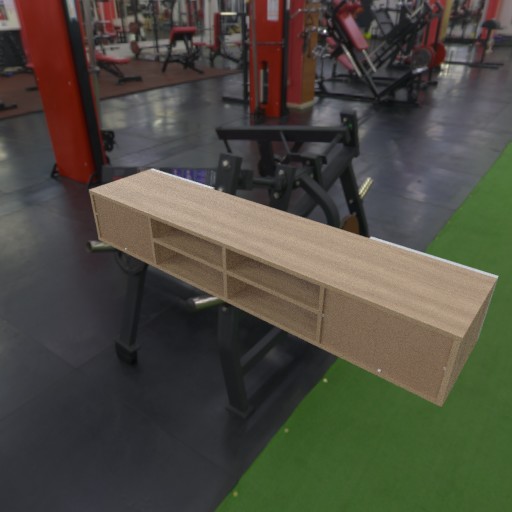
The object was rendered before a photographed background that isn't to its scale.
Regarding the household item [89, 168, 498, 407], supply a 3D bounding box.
[{"bbox_3d":[0.000,0.000,1.995,1.850,0.310,0.420,22,36,32],"label":"household item"}]
